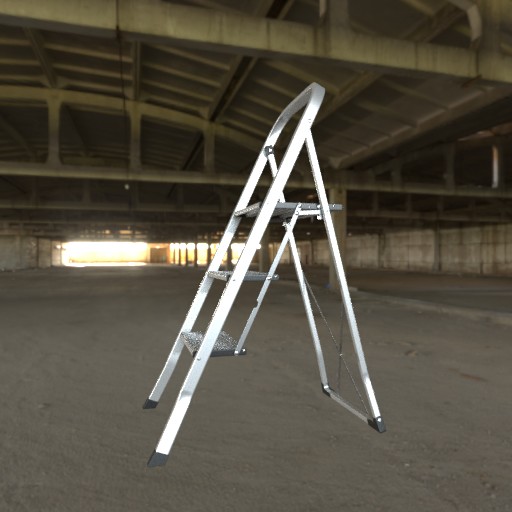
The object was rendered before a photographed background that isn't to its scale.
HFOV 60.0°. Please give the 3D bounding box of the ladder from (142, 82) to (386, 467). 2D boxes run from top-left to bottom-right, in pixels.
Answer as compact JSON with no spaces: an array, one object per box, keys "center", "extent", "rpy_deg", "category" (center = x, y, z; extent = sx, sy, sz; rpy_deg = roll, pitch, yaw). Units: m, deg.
[{"center":[0.000,0.000,1.440],"extent":[0.704,1.070,0.465],"rpy_deg":[0,0,-16],"category":"ladder"}]
